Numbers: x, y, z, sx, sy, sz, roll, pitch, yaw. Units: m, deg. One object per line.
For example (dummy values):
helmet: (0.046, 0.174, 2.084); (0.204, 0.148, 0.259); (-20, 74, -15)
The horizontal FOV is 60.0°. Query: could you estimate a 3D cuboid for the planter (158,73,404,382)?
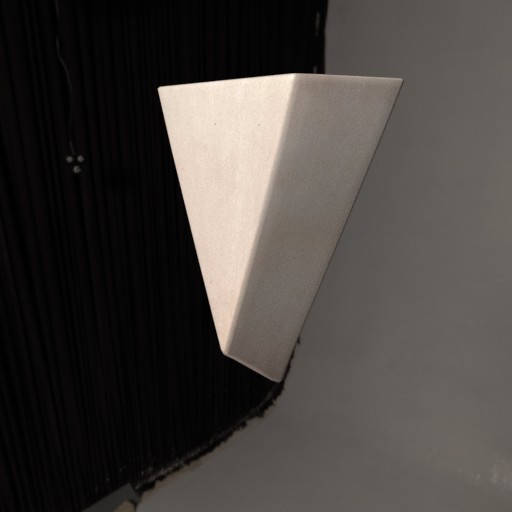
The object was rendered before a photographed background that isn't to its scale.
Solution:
planter: (0.000, 0.000, 0.273); (0.150, 0.197, 0.060); (15, 22, 42)
